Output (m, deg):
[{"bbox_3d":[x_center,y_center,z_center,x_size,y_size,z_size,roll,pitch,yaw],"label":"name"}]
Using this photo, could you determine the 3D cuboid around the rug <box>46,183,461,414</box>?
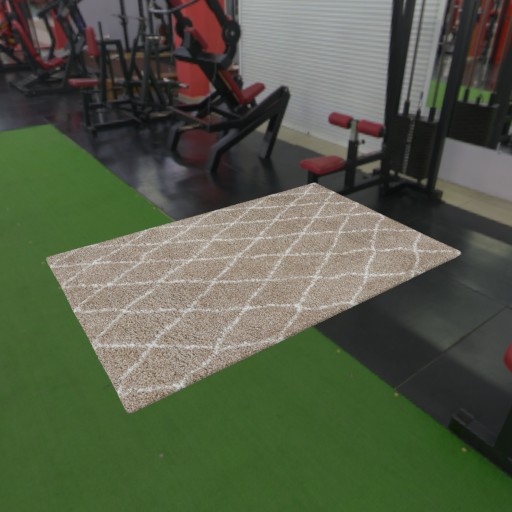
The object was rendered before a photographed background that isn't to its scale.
[{"bbox_3d":[0.000,0.000,3.474,2.743,0.030,1.778,-19,36,-29],"label":"rug"}]
